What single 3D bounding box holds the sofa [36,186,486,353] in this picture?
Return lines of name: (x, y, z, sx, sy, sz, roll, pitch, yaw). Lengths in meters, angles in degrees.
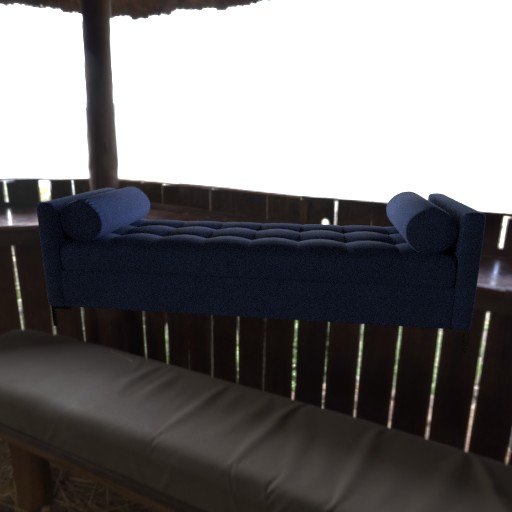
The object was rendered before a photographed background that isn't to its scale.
sofa: (0.000, 0.000, 2.320, 1.981, 0.635, 0.686, 2, 15, 8)
